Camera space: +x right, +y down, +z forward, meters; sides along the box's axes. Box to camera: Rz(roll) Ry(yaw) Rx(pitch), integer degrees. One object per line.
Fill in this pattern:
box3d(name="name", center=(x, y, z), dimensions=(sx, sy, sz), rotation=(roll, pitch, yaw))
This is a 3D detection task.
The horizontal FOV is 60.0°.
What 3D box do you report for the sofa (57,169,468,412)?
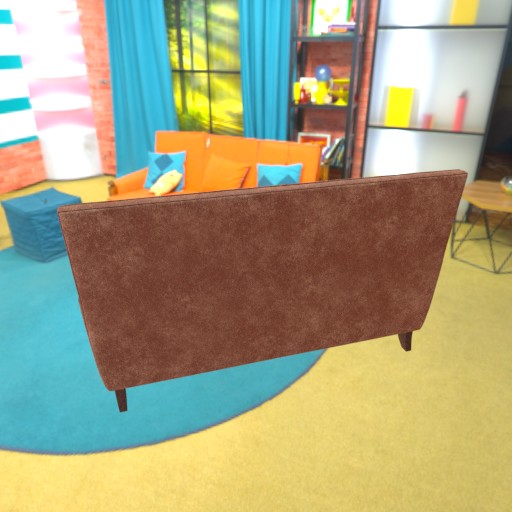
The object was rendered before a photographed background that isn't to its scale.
box3d(name="sofa", center=(0.000, 0.000, 2.027), dimensions=(1.473, 0.871, 0.787), rotation=(-8, 27, -15))
